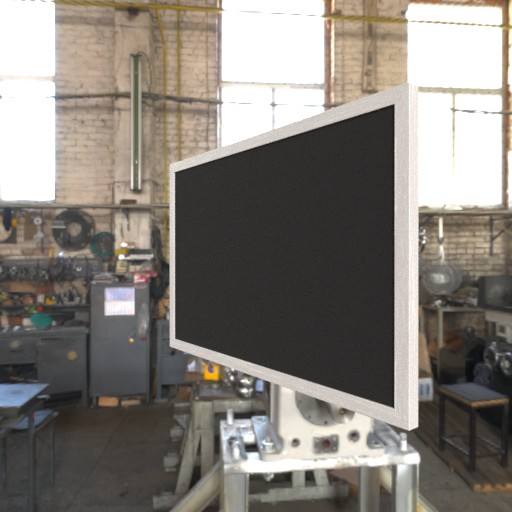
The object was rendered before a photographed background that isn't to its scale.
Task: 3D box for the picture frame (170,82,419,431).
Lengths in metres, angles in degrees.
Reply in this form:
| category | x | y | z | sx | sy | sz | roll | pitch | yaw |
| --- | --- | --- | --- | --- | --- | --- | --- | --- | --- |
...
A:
| category | x | y | z | sx | sy | sz | roll | pitch | yaw |
| --- | --- | --- | --- | --- | --- | --- | --- | --- | --- |
| picture frame | 0.000 | 0.000 | 1.196 | 0.029 | 0.640 | 0.950 | 0 | 0 | -38 |
